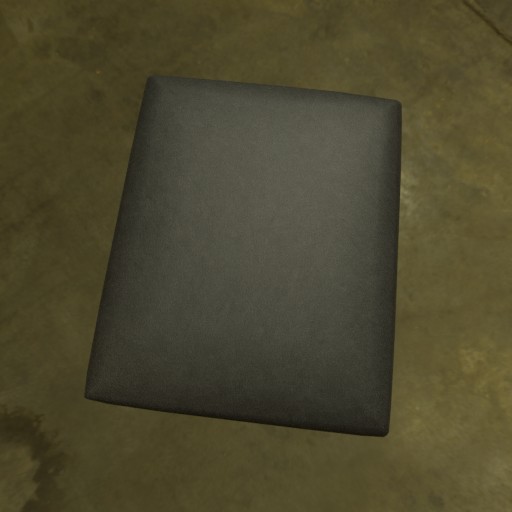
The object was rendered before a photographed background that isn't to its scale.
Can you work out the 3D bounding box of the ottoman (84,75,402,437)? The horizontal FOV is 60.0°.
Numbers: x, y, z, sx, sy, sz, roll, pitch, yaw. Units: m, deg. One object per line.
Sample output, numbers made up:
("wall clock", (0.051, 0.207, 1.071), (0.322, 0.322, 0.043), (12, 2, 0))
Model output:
("ottoman", (0.000, 0.000, 1.751), (0.967, 0.696, 1.187), (6, 76, 2))
